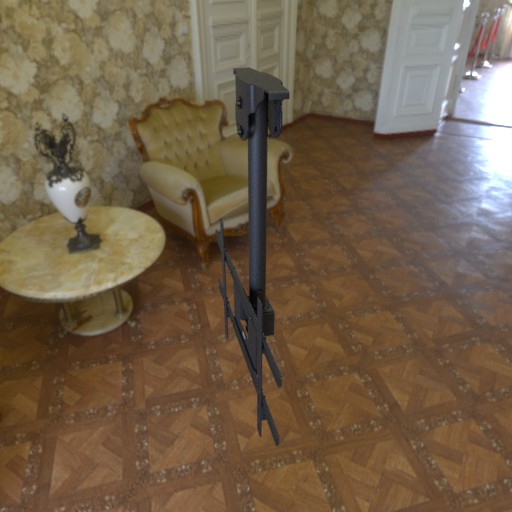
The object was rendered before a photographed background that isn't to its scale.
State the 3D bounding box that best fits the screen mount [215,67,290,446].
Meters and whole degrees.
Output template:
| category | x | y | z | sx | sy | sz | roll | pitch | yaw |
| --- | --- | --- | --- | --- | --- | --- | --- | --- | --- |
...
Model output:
| category | x | y | z | sx | sy | sz | roll | pitch | yaw |
| --- | --- | --- | --- | --- | --- | --- | --- | --- | --- |
| screen mount | 0.000 | 0.000 | 1.027 | 0.090 | 0.775 | 0.595 | -8 | 32 | -13 |
